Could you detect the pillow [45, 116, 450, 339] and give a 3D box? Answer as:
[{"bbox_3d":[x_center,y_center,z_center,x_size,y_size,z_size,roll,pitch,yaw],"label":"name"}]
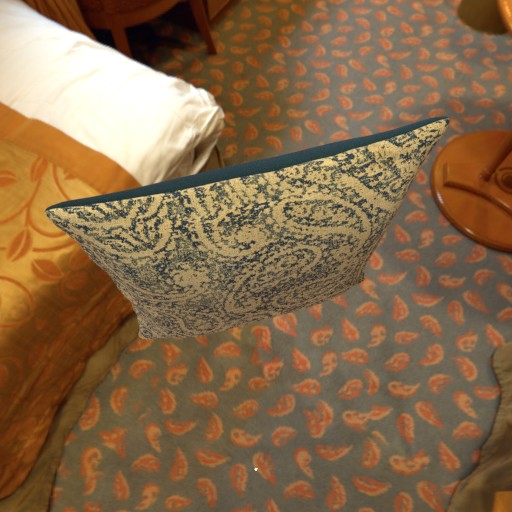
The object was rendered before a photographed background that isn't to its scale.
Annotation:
[{"bbox_3d":[0.000,0.000,0.768,0.523,0.510,0.166,-14,65,-7],"label":"pillow"}]
